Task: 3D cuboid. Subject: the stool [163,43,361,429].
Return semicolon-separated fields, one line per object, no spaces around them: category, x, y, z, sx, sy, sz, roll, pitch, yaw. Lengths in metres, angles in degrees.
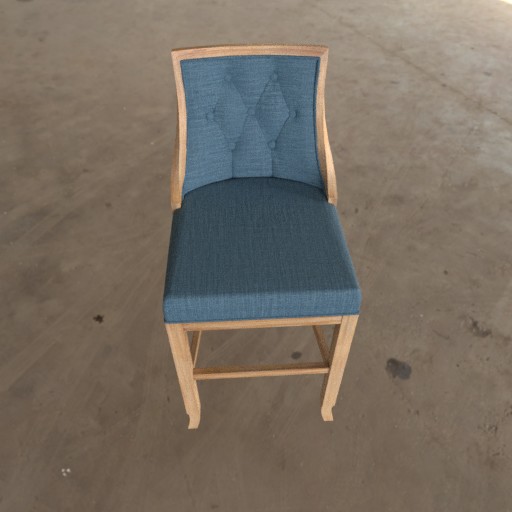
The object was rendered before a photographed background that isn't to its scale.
stool;0.000;0.000;1.431;0.524;1.101;0.626;-2;45;-2
